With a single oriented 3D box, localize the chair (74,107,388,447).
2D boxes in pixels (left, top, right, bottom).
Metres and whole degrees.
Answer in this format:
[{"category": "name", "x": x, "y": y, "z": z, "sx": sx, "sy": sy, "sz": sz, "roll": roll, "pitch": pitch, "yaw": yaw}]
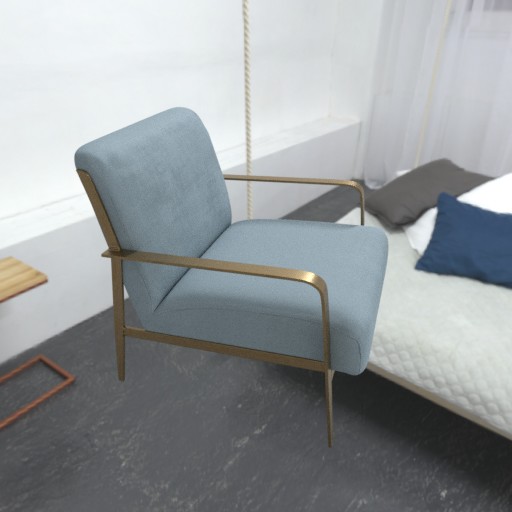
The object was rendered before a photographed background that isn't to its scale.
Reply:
[{"category": "chair", "x": 0.000, "y": 0.000, "z": 1.497, "sx": 0.842, "sy": 0.824, "sz": 0.701, "roll": 10, "pitch": 32, "yaw": 17}]
